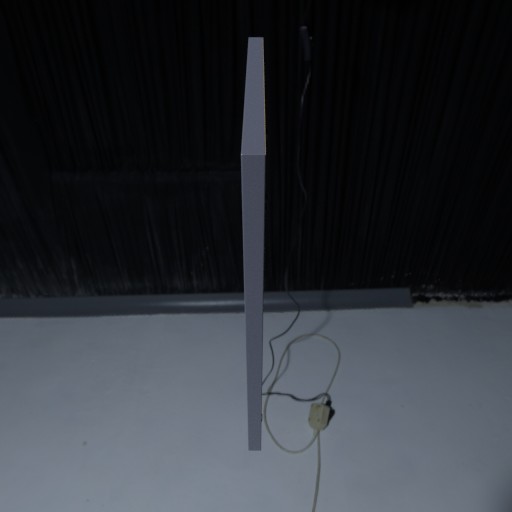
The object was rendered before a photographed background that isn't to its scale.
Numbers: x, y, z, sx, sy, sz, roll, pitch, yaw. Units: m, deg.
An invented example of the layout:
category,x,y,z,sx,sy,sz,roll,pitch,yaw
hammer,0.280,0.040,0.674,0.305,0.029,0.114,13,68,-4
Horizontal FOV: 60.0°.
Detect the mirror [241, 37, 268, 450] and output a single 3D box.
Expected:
category,x,y,z,sx,sy,sz,roll,pitch,yaw
mirror,0.000,0.000,1.173,0.040,0.915,0.609,0,41,0
